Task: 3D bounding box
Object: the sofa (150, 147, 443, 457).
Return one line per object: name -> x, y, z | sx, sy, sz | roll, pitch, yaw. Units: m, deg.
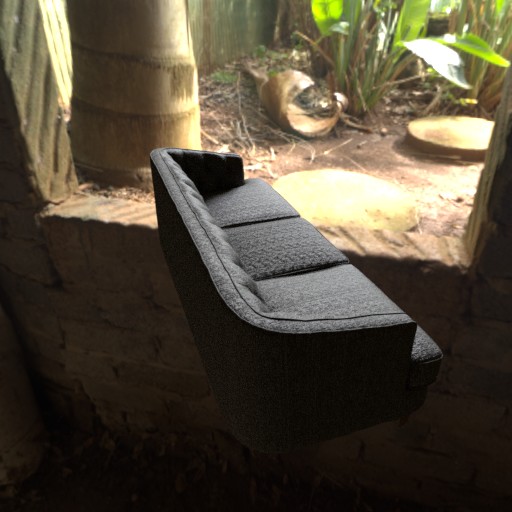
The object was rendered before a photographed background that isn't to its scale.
sofa -> 0.000, 0.000, 2.671 | 0.941, 0.855, 2.278 | -10, 32, -17
